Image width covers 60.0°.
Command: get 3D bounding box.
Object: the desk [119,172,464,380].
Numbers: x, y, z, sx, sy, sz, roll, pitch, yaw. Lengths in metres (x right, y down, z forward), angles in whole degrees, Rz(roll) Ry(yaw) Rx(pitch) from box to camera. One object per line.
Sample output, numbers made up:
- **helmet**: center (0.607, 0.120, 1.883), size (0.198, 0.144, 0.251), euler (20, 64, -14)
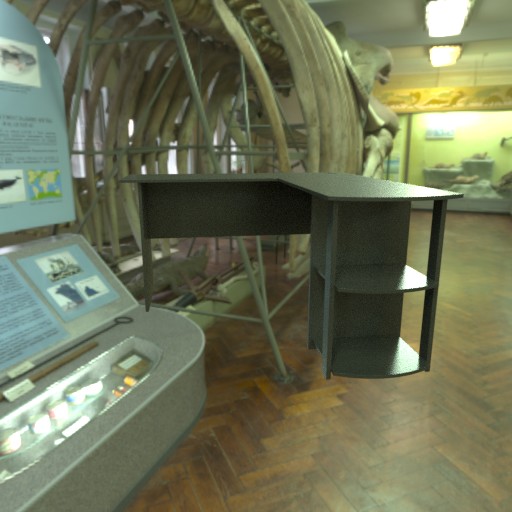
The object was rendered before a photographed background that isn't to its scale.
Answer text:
- **desk**: center (0.000, 0.000, 2.153), size (1.303, 0.716, 1.361), euler (-2, 14, -8)
